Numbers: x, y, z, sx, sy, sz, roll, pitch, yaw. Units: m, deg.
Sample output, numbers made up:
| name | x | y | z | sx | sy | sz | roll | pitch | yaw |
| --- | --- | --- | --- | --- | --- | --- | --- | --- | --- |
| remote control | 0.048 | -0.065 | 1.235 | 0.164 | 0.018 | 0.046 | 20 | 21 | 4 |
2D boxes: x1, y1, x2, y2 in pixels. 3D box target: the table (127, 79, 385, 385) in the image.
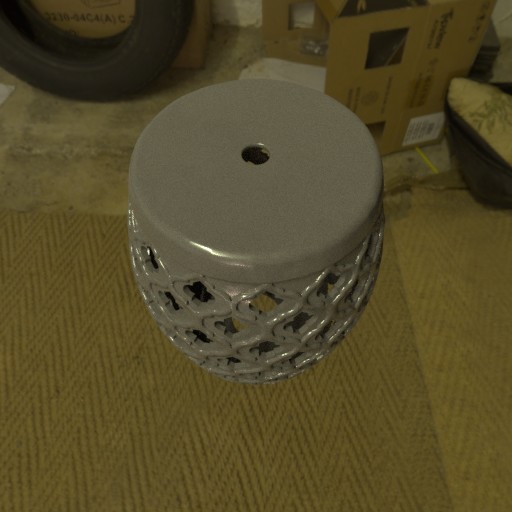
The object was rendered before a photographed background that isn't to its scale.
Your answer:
| name | x | y | z | sx | sy | sz | roll | pitch | yaw |
| --- | --- | --- | --- | --- | --- | --- | --- | --- | --- |
| table | 0.000 | 0.000 | 0.618 | 0.325 | 0.388 | 0.325 | 0 | 57 | 0 |
